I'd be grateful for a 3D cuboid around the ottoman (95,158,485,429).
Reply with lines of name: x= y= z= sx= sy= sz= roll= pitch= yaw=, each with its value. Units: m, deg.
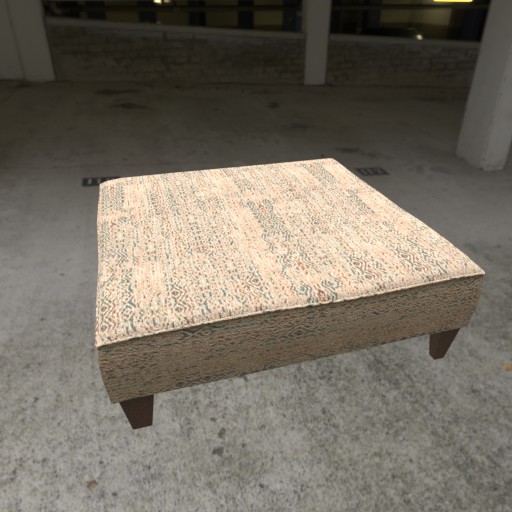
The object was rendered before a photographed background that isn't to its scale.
ottoman: x=0.000 y=0.000 z=1.519 sx=1.004 sy=0.356 sz=0.968 roll=-9 pitch=32 yaw=-14
